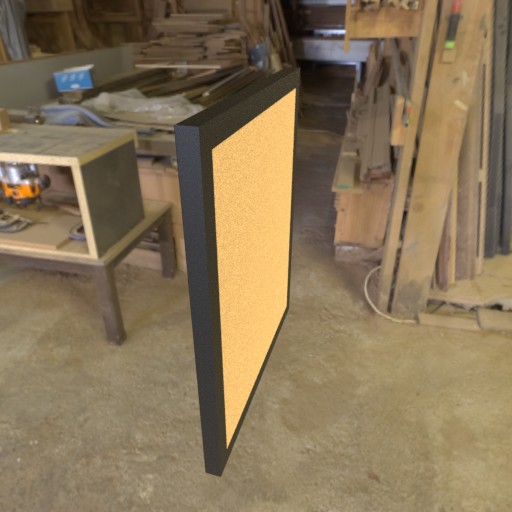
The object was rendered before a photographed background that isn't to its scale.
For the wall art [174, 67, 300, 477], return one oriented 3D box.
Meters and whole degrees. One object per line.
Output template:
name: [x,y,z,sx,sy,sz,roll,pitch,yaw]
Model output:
wall art: [0.000,0.000,0.707,0.025,0.508,0.432,9,31,15]
